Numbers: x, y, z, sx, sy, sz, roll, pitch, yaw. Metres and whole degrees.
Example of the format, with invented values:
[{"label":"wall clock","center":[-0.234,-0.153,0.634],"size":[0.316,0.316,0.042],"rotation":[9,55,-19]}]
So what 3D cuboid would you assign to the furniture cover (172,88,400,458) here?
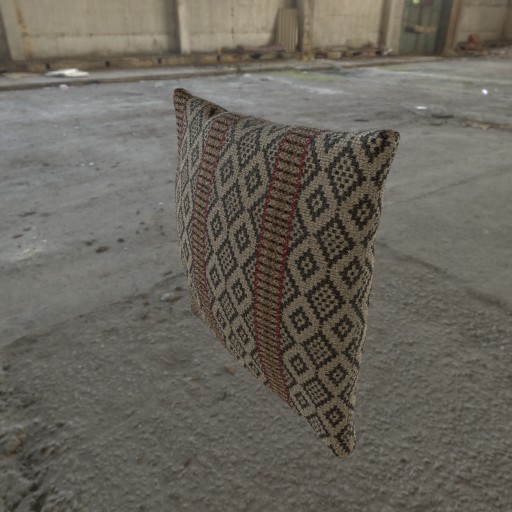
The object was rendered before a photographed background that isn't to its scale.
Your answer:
[{"label":"furniture cover","center":[0.000,0.000,0.763],"size":[0.182,0.506,0.503],"rotation":[-18,33,-31]}]
